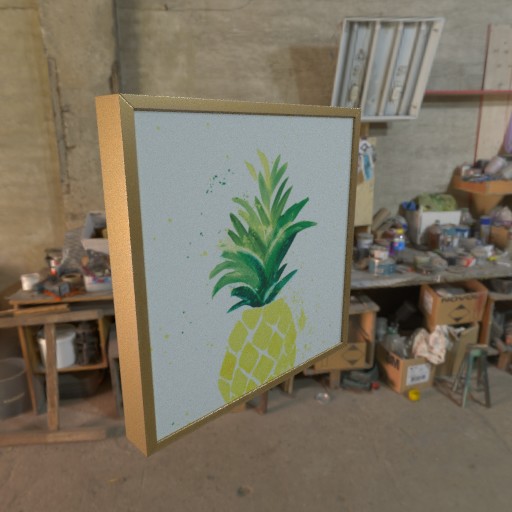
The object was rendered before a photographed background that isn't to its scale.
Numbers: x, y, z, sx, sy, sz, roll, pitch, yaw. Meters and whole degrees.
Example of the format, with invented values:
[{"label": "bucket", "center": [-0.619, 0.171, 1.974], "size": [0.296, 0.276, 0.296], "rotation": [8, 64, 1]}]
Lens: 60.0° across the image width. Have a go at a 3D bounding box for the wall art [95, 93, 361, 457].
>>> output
[{"label": "wall art", "center": [0.000, 0.000, 0.468], "size": [0.306, 0.305, 0.038], "rotation": [-15, 21, -42]}]
